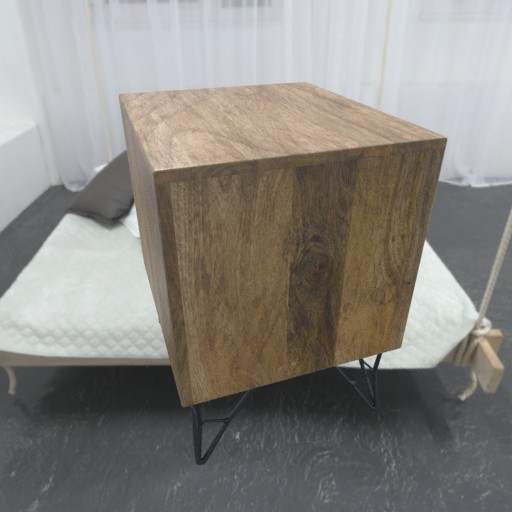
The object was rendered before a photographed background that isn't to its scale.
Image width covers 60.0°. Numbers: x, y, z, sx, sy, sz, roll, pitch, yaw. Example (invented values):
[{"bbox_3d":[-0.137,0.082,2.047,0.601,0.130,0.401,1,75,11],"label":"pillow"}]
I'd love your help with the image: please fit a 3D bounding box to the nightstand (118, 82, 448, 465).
[{"bbox_3d":[0.000,0.000,0.879,0.406,0.559,0.457,-10,32,-17],"label":"nightstand"}]
